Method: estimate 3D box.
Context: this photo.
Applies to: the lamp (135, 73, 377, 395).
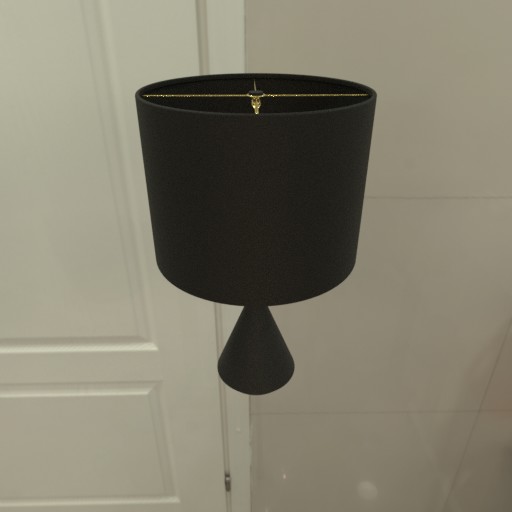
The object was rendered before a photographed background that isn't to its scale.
[{"bbox_3d":[0.000,0.000,0.818,0.359,0.584,0.359,-1,30,-1],"label":"lamp"}]
